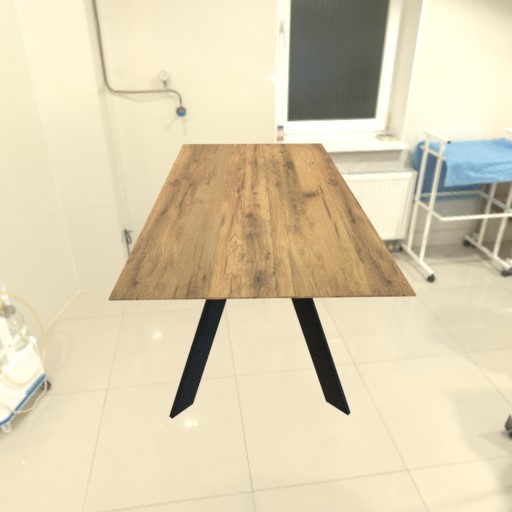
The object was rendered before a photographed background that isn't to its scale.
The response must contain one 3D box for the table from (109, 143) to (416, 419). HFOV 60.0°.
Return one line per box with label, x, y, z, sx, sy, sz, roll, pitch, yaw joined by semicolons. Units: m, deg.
table;0.000;0.000;2.501;1.000;0.770;2.000;-1;28;-1
